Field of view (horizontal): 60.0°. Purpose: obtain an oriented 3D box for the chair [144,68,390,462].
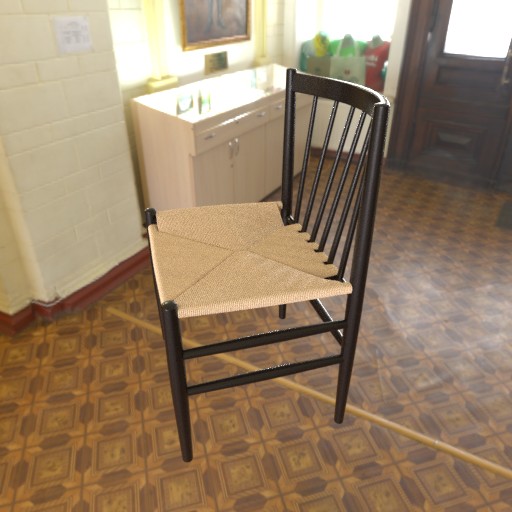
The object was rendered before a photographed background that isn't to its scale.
[{"bbox_3d":[0.000,0.000,1.126,0.516,0.818,0.495,-8,31,-14],"label":"chair"}]
